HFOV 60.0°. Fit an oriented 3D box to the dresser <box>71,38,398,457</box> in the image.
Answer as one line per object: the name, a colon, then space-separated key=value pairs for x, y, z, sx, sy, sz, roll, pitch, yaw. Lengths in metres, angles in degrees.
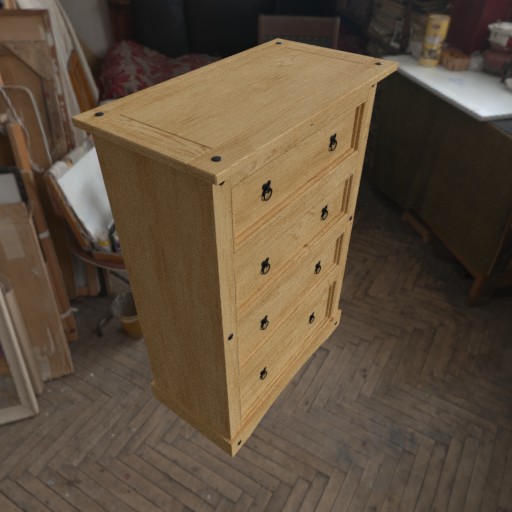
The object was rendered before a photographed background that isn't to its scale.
dresser: x=0.000 y=0.000 z=1.704 sx=0.485 sy=1.300 sz=0.915 roll=26 pitch=47 yaw=27
